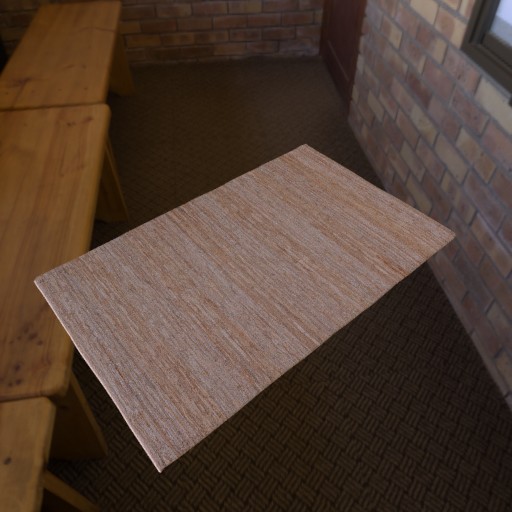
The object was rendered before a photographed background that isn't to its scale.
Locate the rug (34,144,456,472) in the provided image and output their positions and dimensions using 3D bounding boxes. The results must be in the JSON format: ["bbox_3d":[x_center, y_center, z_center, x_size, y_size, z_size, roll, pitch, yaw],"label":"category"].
[{"bbox_3d":[0.000,0.000,2.967,2.446,0.009,1.529,-32,54,-27],"label":"rug"}]
